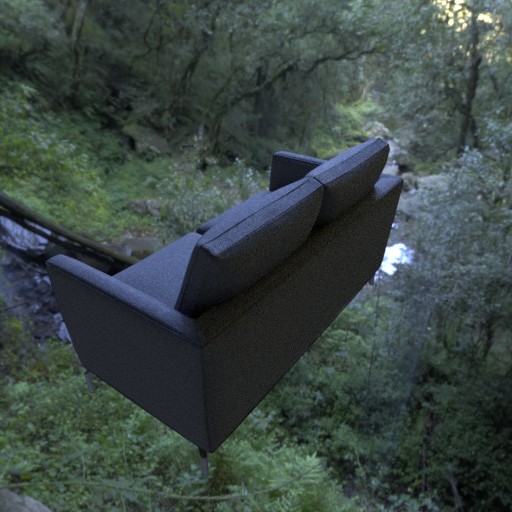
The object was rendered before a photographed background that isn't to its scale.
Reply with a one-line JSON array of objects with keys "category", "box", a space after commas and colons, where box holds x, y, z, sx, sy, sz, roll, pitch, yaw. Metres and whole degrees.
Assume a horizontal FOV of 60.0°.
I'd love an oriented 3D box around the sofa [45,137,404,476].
[{"category": "sofa", "box": [0.000, 0.000, 2.097, 0.803, 0.924, 1.594, 21, 37, 30]}]
